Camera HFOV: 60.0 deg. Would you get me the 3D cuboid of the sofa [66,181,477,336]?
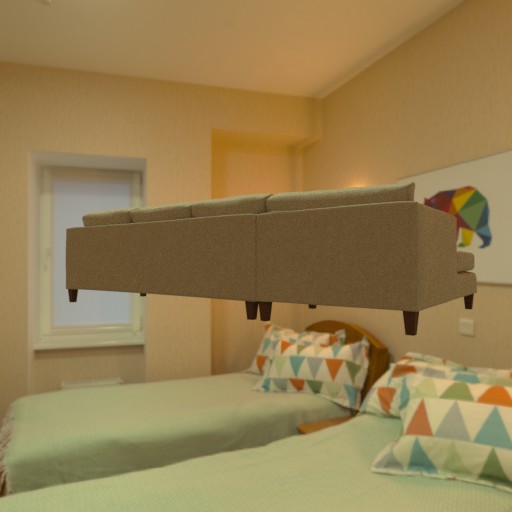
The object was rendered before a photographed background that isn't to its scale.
[{"bbox_3d":[0.000,0.000,3.812,3.186,0.846,1.625,0,-1,36],"label":"sofa"}]
